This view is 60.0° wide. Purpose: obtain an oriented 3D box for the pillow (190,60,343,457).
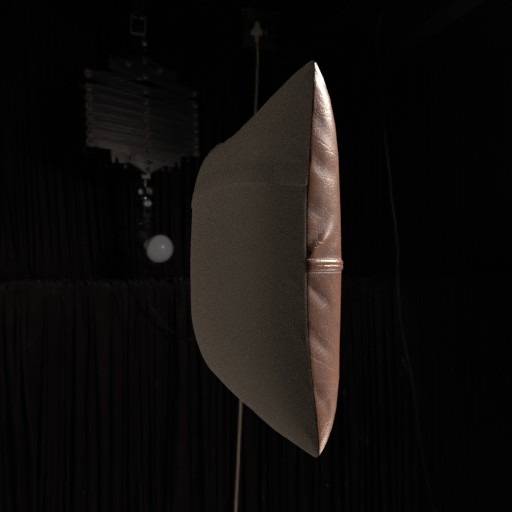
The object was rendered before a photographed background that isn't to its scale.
[{"bbox_3d":[0.000,0.000,0.732,0.192,0.470,0.484,0,0,-19],"label":"pillow"}]
